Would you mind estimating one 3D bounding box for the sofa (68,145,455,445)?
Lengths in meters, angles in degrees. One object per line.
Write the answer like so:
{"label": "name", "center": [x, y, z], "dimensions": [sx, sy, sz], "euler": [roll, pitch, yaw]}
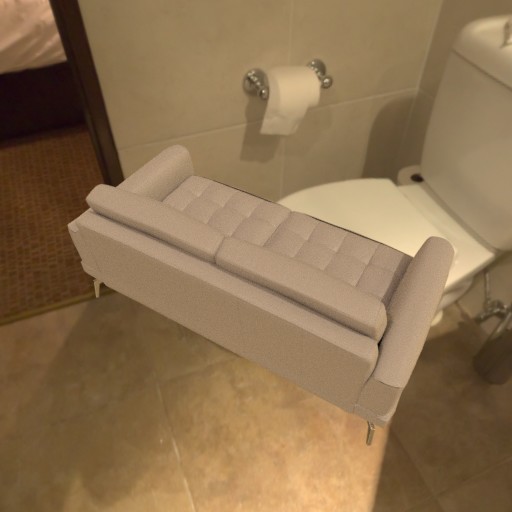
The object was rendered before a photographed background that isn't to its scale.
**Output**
{"label": "sofa", "center": [0.000, 0.000, 2.782], "dimensions": [2.177, 0.930, 1.121], "euler": [23, 51, 20]}
